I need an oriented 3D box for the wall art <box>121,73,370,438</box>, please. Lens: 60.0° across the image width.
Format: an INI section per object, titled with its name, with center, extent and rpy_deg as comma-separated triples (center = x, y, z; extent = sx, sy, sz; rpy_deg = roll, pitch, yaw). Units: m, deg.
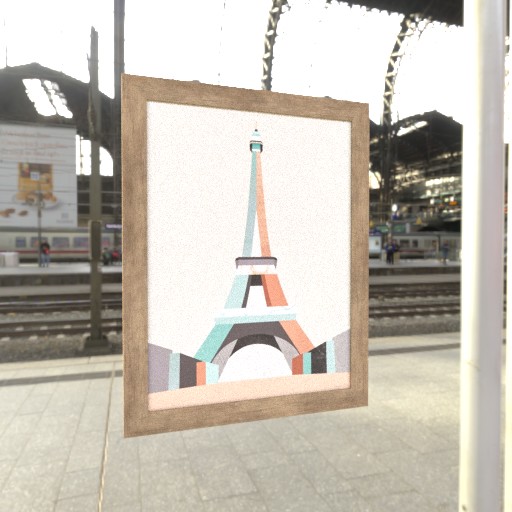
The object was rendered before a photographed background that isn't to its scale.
[wall art]
center = 0.000, 0.000, 0.925
extent = 0.534, 0.686, 0.018
rpy_deg = 0, 1, -19
